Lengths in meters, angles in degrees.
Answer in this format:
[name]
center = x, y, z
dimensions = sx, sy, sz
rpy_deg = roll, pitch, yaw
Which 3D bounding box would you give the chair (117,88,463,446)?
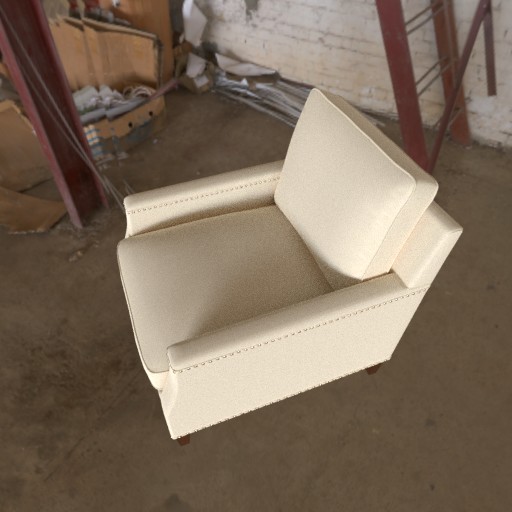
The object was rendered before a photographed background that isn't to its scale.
[chair]
center = 0.000, 0.000, 1.700
dimensions = 1.014, 0.943, 0.853
rpy_deg = -16, 48, -15
